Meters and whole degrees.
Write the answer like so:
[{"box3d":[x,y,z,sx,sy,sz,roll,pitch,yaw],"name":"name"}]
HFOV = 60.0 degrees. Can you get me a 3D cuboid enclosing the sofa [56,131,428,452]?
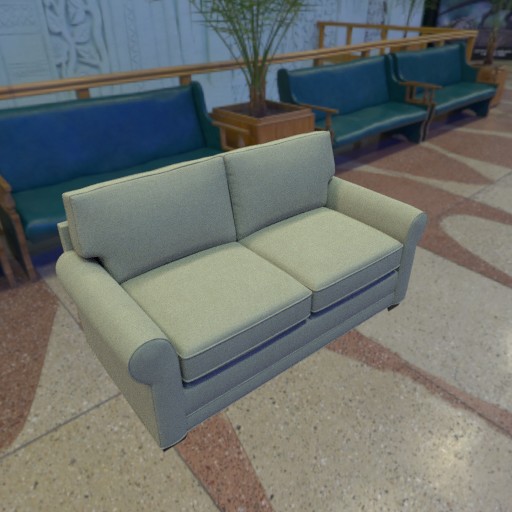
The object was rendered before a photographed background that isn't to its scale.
[{"box3d":[0.000,0.000,2.281,1.774,0.933,0.861,-23,38,-32],"name":"sofa"}]
